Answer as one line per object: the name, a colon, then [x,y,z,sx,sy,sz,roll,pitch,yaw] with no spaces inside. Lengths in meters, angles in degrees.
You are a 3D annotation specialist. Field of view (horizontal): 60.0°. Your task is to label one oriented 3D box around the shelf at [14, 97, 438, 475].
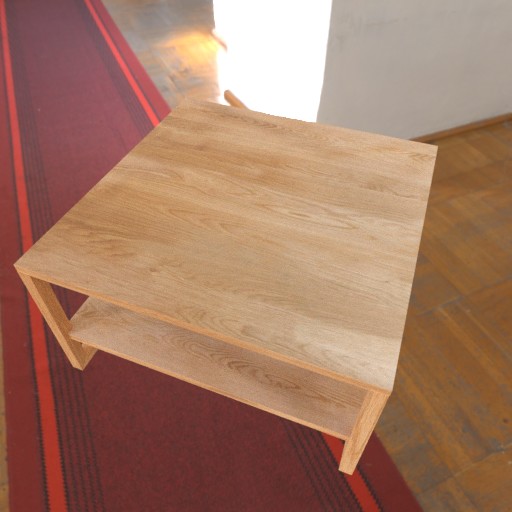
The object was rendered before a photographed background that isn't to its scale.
shelf: [0.000,0.000,1.411,0.899,0.480,0.899,16,48,14]
